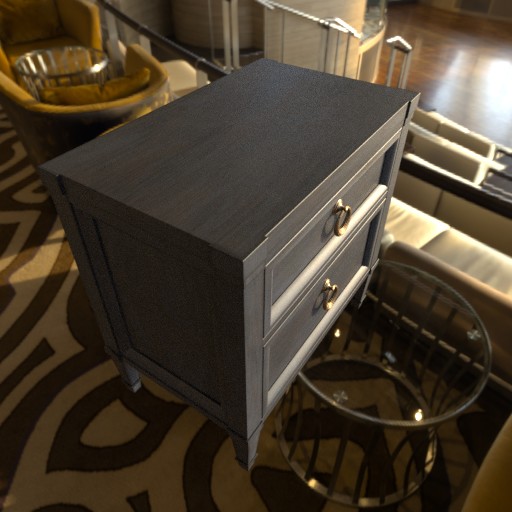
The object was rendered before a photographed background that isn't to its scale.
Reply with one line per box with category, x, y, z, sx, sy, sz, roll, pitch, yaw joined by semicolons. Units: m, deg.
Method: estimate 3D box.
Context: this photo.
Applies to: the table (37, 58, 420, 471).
table;0.000;0.000;1.053;0.413;0.660;0.660;24;47;25
